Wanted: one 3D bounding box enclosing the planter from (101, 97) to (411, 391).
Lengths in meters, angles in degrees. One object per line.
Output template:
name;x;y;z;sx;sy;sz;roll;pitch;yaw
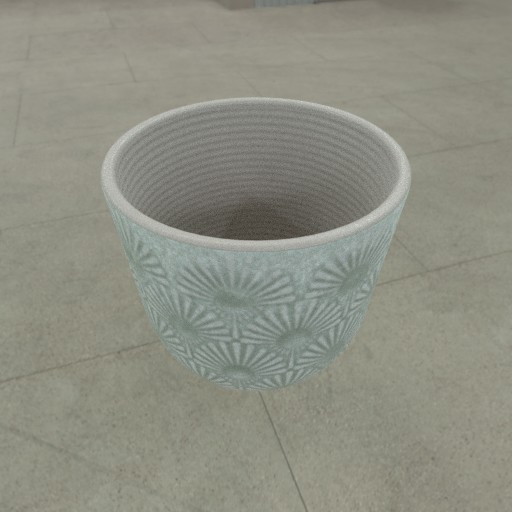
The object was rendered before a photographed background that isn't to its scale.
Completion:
planter;0.000;0.000;0.298;0.170;0.152;0.170;0;40;0
